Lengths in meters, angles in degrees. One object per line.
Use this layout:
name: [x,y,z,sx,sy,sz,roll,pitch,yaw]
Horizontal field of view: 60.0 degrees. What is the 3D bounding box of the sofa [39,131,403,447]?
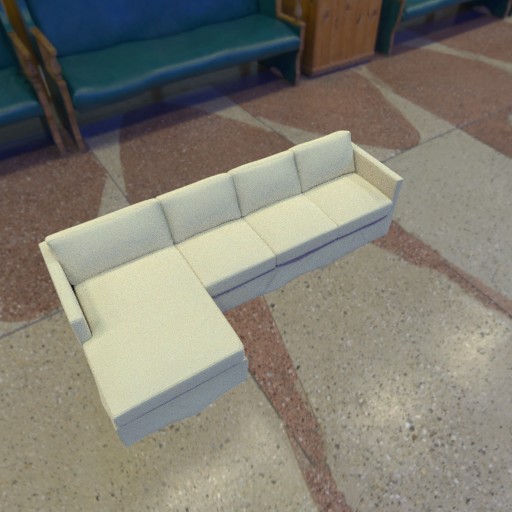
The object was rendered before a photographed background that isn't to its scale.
sofa: [0.000,0.000,3.880,3.205,0.922,1.650,-24,51,-22]
